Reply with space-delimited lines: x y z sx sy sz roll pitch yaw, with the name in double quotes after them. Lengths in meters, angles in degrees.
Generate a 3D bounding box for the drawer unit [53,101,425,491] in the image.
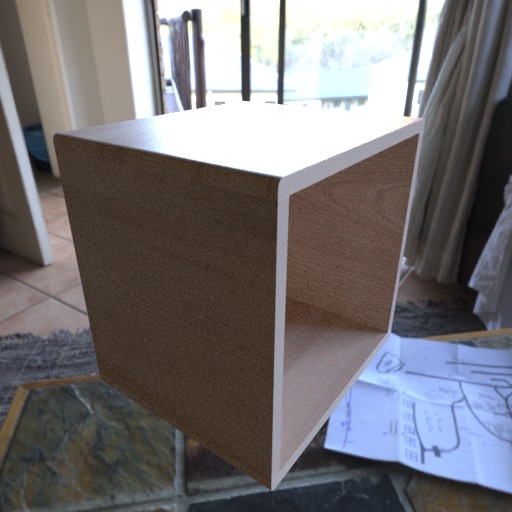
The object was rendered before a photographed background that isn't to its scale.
0.000 0.000 0.598 0.290 0.344 0.344 18 31 32 "drawer unit"
